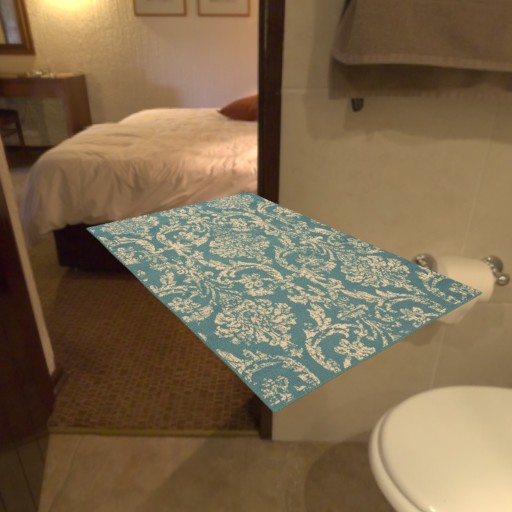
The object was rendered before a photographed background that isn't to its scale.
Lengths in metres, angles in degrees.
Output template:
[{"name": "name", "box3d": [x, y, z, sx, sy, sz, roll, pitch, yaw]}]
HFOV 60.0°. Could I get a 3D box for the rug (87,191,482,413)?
[{"name": "rug", "box3d": [0.000, 0.000, 2.355, 1.211, 0.012, 1.833, -18, 31, -32]}]
